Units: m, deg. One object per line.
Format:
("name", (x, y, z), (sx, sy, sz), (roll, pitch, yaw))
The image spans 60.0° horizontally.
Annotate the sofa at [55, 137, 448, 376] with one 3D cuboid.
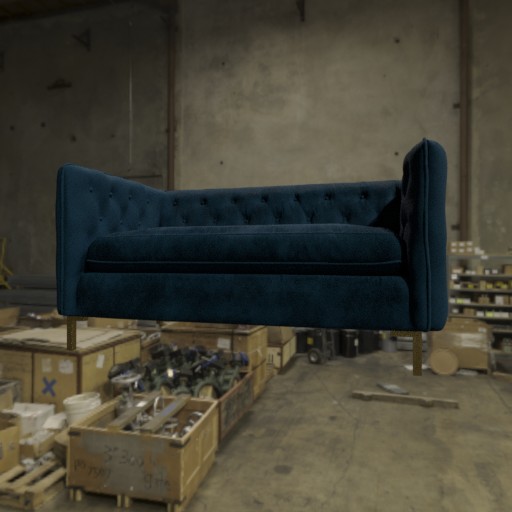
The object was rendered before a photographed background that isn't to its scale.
("sofa", (0.000, 0.000, 2.081), (1.583, 0.810, 0.909), (0, 0, 17))
